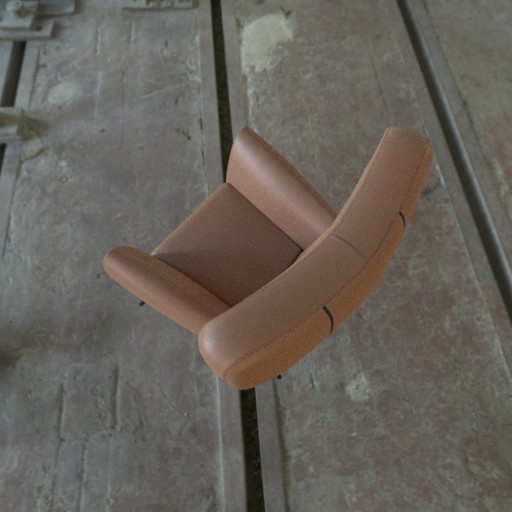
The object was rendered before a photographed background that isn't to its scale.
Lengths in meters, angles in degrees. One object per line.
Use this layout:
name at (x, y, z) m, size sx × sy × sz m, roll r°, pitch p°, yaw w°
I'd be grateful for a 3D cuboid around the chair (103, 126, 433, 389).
chair at (0.000, 0.000, 1.770) m, size 0.900 × 1.050 × 0.980 m, roll 36°, pitch 69°, yaw 16°
